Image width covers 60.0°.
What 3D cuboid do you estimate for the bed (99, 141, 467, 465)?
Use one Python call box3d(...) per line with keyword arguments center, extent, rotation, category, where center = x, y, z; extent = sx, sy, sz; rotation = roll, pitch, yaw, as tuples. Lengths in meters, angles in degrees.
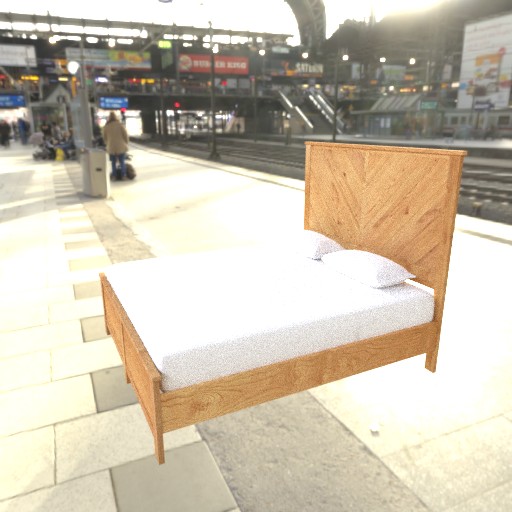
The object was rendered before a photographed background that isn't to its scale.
box3d(center=(0.000, 0.000, 3.565), extent=(2.201, 1.686, 1.936), rotation=(-8, 18, -26), category="bed")
